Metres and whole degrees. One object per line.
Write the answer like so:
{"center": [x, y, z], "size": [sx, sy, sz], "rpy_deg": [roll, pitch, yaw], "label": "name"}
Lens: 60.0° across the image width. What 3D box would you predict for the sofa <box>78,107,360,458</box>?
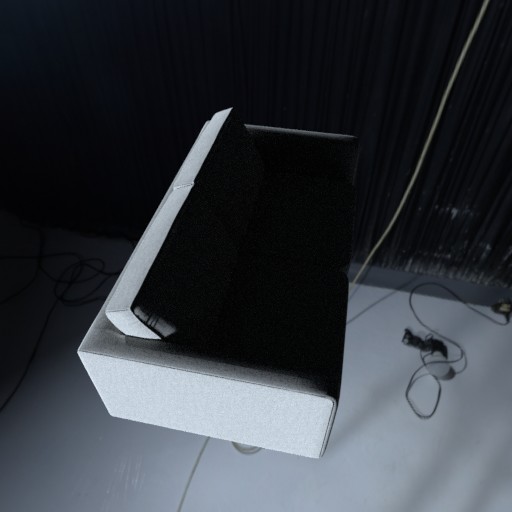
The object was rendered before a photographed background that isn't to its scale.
{"center": [0.000, 0.000, 2.340], "size": [1.000, 0.900, 1.731], "rpy_deg": [8, 46, 8], "label": "sofa"}
